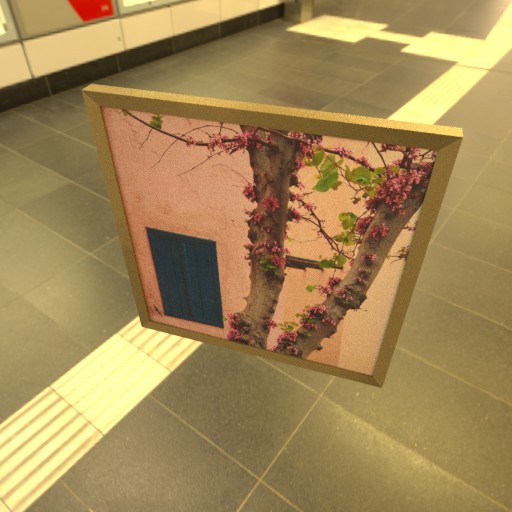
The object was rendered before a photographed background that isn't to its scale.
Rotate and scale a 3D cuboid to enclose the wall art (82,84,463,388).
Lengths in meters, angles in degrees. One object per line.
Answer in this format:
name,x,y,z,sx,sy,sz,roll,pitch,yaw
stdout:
wall art,0.000,0.000,1.113,0.762,0.762,0.038,11,42,13
